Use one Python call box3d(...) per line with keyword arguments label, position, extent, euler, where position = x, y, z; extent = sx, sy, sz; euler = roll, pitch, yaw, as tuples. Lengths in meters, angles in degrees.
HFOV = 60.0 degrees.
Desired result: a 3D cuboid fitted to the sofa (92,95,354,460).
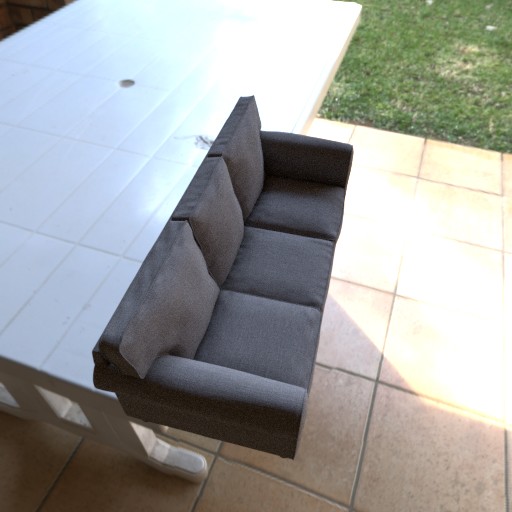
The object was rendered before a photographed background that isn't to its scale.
box3d(label="sofa", position=(0.000, 0.000, 2.591), extent=(0.916, 0.961, 2.084), euler=(11, 48, 10))
